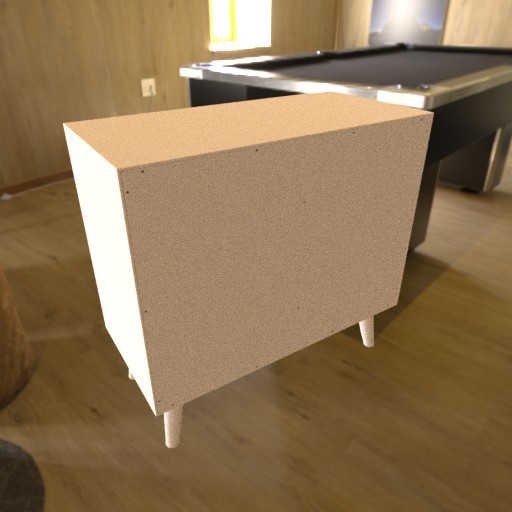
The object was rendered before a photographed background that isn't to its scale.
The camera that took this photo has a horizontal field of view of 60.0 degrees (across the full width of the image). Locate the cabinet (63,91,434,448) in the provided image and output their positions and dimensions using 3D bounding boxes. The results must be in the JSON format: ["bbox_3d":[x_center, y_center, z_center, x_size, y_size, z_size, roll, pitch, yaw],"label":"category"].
[{"bbox_3d":[0.000,0.000,1.245,0.800,0.761,0.398,-18,34,-28],"label":"cabinet"}]
